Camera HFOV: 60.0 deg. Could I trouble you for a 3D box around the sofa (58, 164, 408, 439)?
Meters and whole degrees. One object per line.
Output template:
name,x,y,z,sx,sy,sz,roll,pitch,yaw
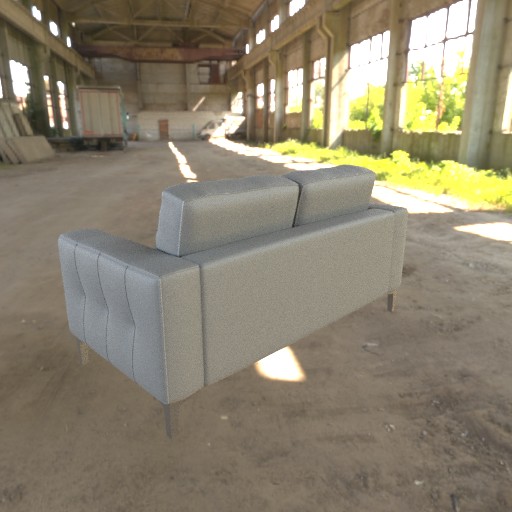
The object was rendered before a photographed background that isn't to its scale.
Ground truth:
sofa,0.000,0.000,2.312,1.726,0.892,0.833,-16,23,-42
